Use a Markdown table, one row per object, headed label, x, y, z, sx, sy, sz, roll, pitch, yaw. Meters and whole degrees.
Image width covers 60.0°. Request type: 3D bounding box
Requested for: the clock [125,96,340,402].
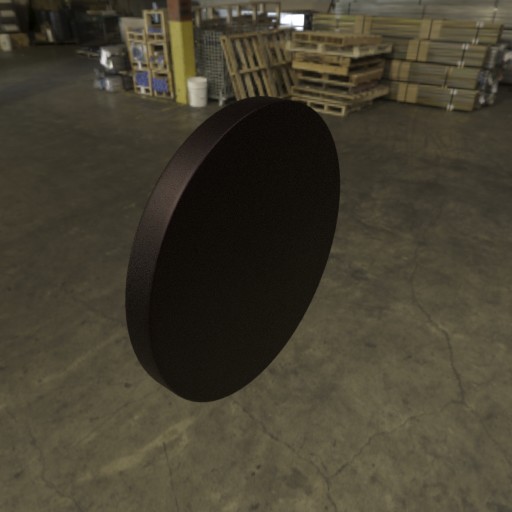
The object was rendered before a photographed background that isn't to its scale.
| label | x | y | z | sx | sy | sz | roll | pitch | yaw |
| --- | --- | --- | --- | --- | --- | --- | --- | --- | --- |
| clock | 0.000 | 0.000 | 0.462 | 0.029 | 0.314 | 0.314 | 22 | 38 | 31 |
